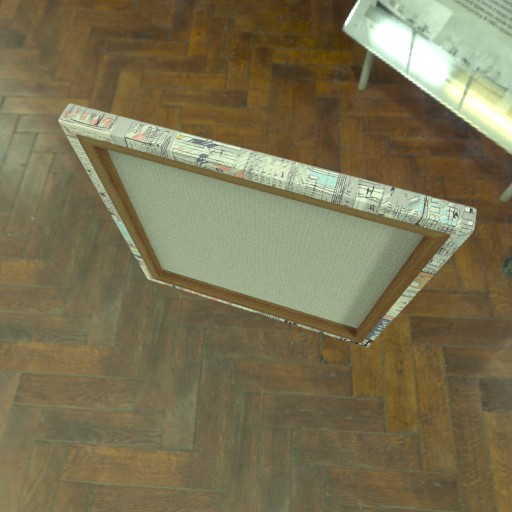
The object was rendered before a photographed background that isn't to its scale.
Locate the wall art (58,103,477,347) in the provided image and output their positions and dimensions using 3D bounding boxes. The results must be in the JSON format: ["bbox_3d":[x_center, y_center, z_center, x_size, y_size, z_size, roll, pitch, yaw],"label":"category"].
[{"bbox_3d":[0.000,0.000,1.120,0.761,0.762,0.048,16,65,8],"label":"wall art"}]
